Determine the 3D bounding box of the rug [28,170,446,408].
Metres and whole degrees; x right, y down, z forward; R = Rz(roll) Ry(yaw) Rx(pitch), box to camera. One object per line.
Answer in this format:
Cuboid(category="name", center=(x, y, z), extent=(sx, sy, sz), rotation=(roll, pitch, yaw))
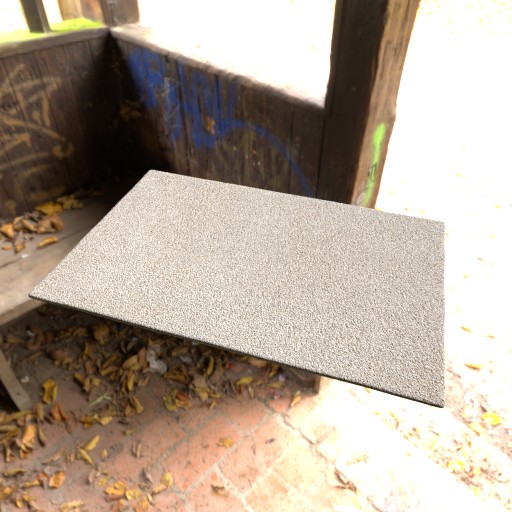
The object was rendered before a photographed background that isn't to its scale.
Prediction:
Cuboid(category="rug", center=(0.000, 0.000, 3.372), extent=(2.743, 0.030, 1.778), rotation=(12, 43, 13))
